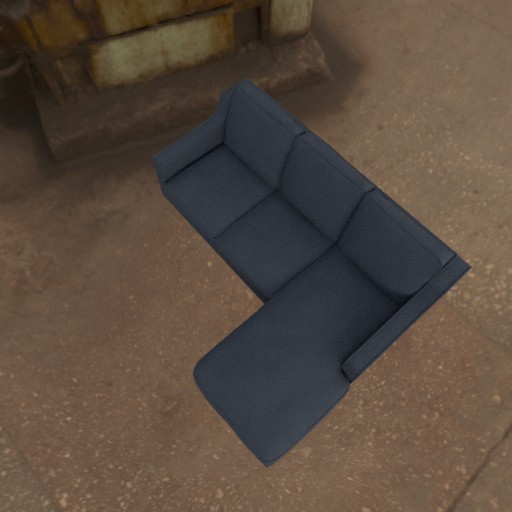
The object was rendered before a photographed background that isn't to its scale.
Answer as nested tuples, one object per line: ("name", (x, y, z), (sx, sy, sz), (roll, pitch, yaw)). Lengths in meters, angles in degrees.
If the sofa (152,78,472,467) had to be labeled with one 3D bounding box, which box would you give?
("sofa", (0.000, 0.000, 3.346), (1.858, 1.066, 2.317), (-38, 70, -16))
